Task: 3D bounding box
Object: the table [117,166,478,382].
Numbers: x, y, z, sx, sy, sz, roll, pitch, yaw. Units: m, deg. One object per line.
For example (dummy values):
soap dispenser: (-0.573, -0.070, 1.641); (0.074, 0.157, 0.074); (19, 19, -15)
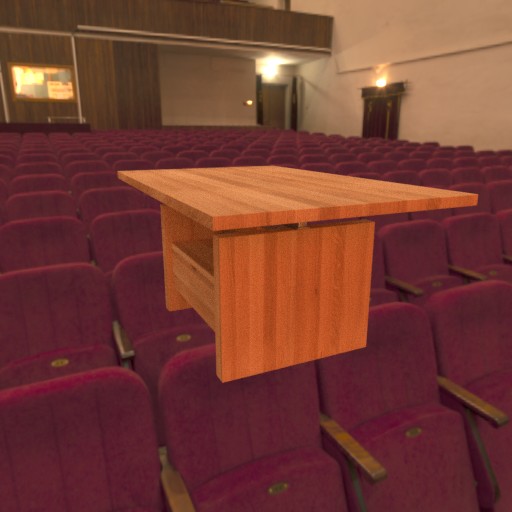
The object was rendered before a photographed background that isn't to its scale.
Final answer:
table: (0.000, 0.000, 1.502); (0.700, 0.510, 1.100); (-7, 17, -25)
